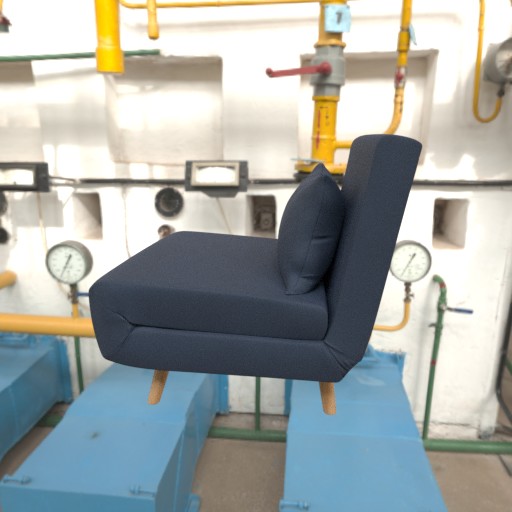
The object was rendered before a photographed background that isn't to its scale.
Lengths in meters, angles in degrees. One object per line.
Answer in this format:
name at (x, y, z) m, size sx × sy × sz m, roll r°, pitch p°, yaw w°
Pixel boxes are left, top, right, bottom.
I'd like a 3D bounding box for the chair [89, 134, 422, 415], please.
chair at (0.000, 0.000, 1.535) m, size 0.900 × 0.808 × 0.770 m, roll 2°, pitch 14°, yaw 7°
